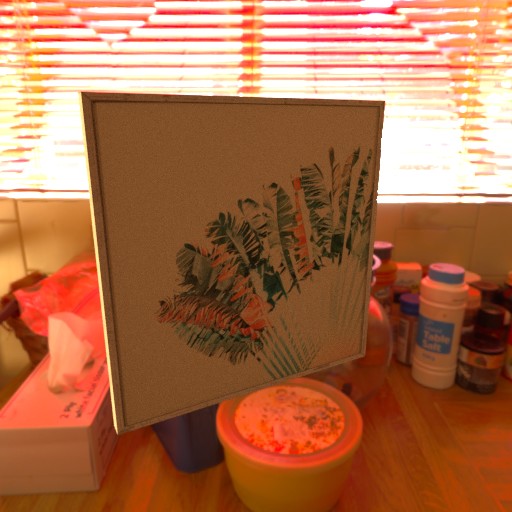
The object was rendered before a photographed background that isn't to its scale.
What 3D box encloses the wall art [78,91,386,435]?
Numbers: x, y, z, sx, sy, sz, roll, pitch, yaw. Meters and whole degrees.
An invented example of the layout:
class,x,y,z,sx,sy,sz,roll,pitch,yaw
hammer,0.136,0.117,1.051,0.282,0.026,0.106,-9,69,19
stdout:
class,x,y,z,sx,sy,sz,roll,pitch,yaw
wall art,0.000,0.000,1.121,0.760,0.757,0.038,-9,19,-27
